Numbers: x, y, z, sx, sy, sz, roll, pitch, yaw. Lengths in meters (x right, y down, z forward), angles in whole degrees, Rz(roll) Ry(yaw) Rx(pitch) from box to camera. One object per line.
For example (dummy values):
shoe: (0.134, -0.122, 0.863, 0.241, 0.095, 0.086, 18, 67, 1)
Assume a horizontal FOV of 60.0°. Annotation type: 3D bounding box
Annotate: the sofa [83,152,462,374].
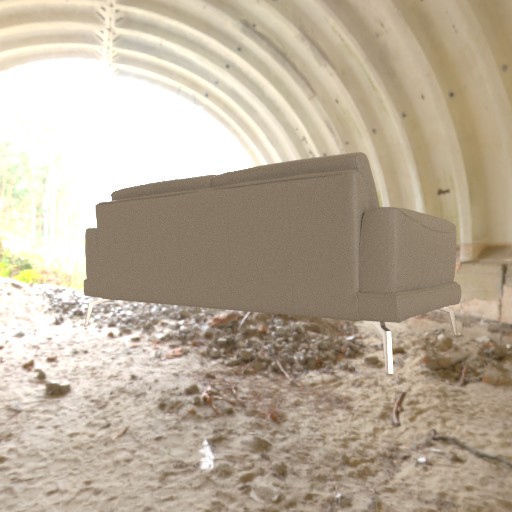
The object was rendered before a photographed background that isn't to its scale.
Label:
sofa: (0.000, 0.000, 2.758, 2.177, 0.930, 1.121, 0, 0, 36)
